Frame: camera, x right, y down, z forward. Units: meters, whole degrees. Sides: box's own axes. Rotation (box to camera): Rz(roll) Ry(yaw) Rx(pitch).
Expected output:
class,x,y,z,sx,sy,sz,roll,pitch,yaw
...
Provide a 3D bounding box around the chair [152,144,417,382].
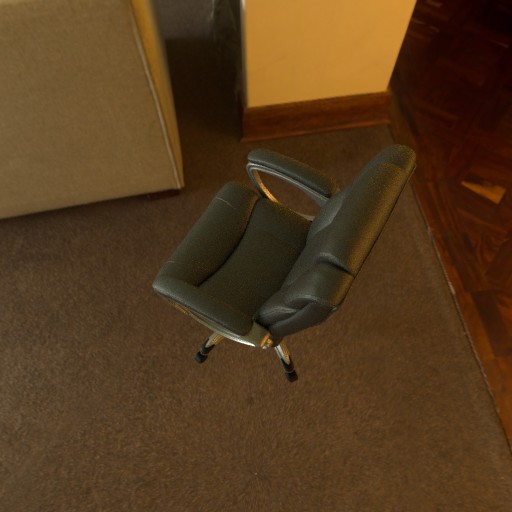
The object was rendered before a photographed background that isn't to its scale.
class,x,y,z,sx,sy,sz,roll,pitch,yaw
chair,0.000,0.000,1.604,0.719,1.130,0.721,29,67,13
